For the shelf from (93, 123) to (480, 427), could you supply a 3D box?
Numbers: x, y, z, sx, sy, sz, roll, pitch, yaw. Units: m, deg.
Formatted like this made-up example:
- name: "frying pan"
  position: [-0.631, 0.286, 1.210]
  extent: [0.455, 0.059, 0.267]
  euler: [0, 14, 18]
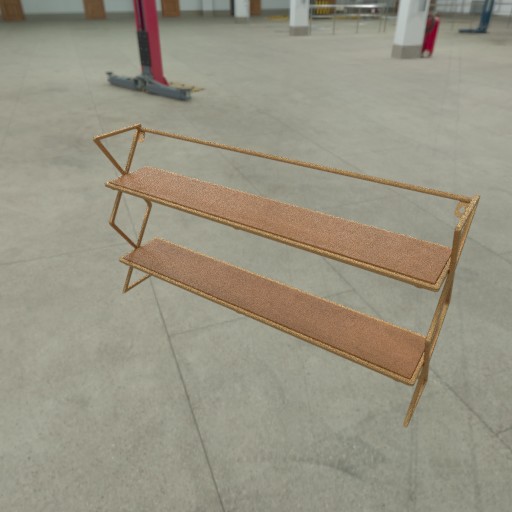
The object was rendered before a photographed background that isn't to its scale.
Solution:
- name: "shelf"
  position: [0.000, 0.000, 1.014]
  extent: [0.822, 0.450, 0.150]
  euler: [19, 36, 28]
